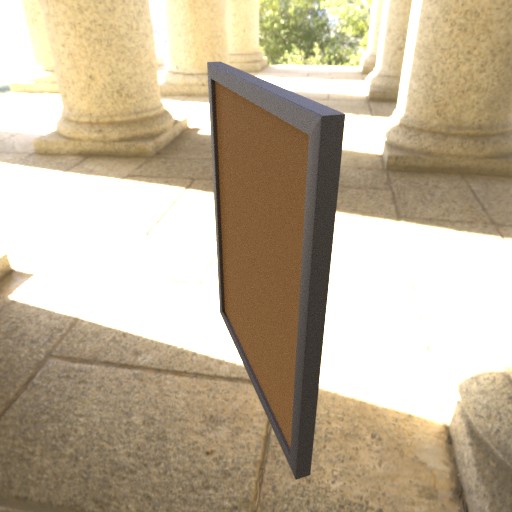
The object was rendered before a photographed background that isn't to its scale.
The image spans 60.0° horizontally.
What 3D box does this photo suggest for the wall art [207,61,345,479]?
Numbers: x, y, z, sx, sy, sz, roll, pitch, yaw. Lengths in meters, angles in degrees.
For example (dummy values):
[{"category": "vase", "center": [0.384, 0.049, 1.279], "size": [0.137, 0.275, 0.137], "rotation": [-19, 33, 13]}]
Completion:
[{"category": "wall art", "center": [0.000, 0.000, 0.749], "size": [0.029, 0.558, 0.458], "rotation": [-10, 31, -17]}]
